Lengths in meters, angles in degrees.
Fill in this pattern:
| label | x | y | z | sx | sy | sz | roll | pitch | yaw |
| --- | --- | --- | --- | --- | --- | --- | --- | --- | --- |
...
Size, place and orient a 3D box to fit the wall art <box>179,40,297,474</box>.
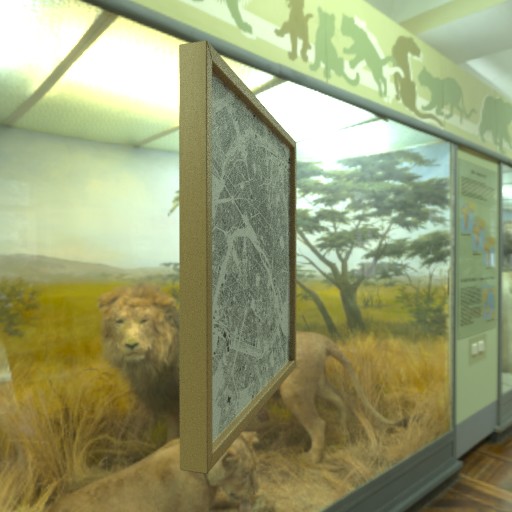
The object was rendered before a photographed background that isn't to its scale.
| label | x | y | z | sx | sy | sz | roll | pitch | yaw |
| --- | --- | --- | --- | --- | --- | --- | --- | --- | --- |
| wall art | 0.000 | 0.000 | 0.767 | 0.036 | 0.509 | 0.509 | 0 | 1 | 17 |
